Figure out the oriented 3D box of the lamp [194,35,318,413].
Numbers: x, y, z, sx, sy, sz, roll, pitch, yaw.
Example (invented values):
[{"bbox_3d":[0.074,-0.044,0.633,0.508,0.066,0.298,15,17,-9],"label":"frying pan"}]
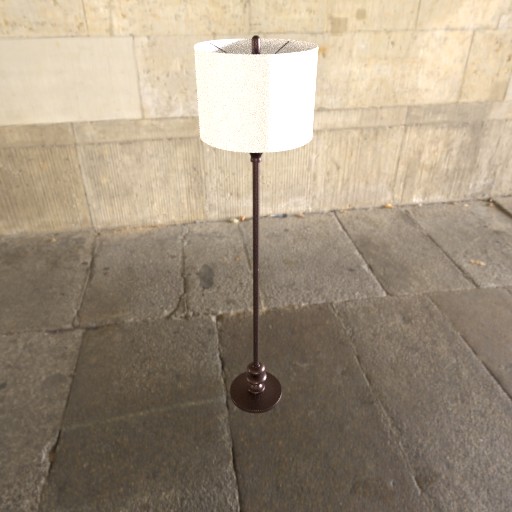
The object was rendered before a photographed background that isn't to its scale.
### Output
[{"bbox_3d":[0.000,0.000,1.660,0.356,1.487,0.356,21,38,30],"label":"lamp"}]
